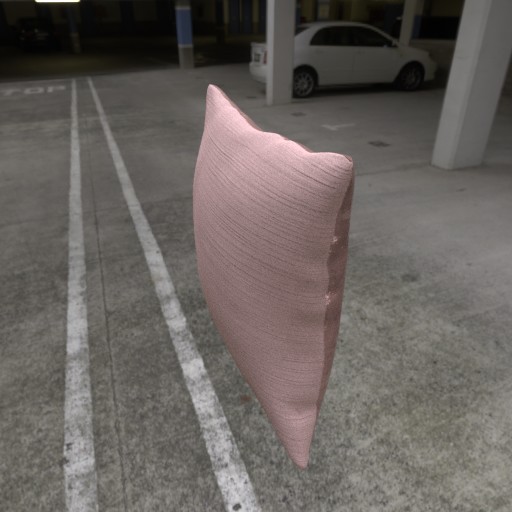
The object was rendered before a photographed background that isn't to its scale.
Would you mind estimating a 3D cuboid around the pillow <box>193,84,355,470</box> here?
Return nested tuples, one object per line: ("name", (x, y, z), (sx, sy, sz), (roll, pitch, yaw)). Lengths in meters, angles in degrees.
("pillow", (0.000, 0.000, 0.719), (0.175, 0.464, 0.470), (-11, 32, -18))
